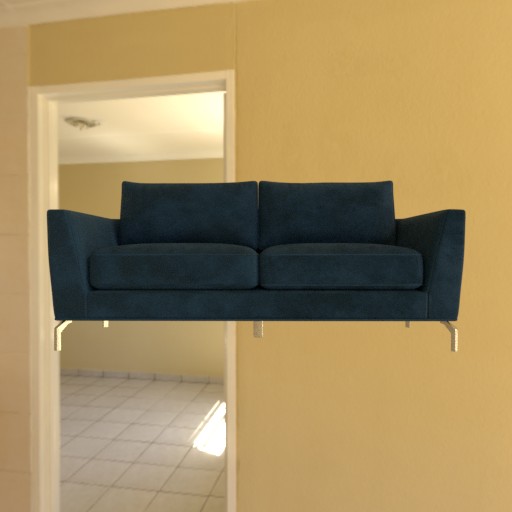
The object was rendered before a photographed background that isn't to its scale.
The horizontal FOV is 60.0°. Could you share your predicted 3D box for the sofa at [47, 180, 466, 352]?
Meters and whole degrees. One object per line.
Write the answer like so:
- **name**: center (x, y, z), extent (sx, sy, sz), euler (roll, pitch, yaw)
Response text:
- **sofa**: center (0.000, 0.000, 2.736), extent (2.212, 0.998, 0.853), euler (0, 1, 1)
